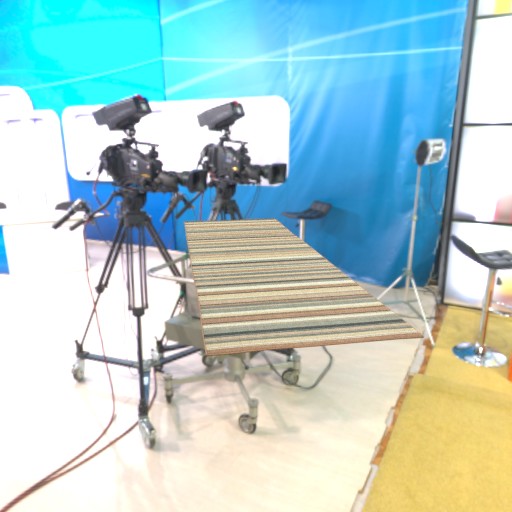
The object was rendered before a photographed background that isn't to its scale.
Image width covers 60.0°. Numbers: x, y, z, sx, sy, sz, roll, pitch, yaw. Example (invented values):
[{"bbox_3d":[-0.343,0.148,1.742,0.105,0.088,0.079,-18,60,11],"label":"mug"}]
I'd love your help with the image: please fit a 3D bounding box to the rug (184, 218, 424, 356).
[{"bbox_3d":[0.000,0.000,2.701,0.799,0.010,2.444,-3,15,-10],"label":"rug"}]
